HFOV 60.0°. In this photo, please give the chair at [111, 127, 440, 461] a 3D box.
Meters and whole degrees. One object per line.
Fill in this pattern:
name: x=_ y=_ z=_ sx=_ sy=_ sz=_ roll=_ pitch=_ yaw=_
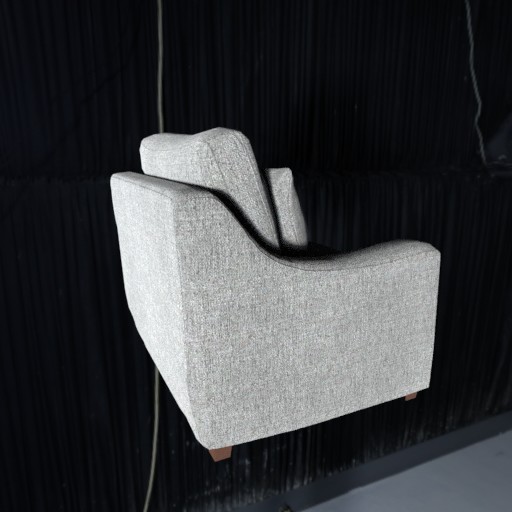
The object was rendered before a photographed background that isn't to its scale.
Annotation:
chair: x=0.000 y=0.000 z=1.903 sx=1.009 sy=1.037 sz=1.138 roll=-7 pitch=15 yaw=-25
